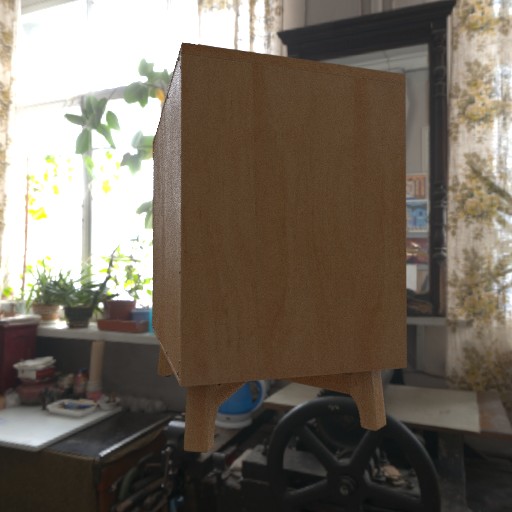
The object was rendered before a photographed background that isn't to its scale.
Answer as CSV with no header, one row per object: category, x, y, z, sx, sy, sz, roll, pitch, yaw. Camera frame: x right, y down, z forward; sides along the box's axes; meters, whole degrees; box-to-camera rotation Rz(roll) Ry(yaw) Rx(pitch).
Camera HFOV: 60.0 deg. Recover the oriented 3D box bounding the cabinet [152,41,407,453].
cabinet,0.000,0.000,0.944,0.394,0.599,0.551,0,-1,-17
